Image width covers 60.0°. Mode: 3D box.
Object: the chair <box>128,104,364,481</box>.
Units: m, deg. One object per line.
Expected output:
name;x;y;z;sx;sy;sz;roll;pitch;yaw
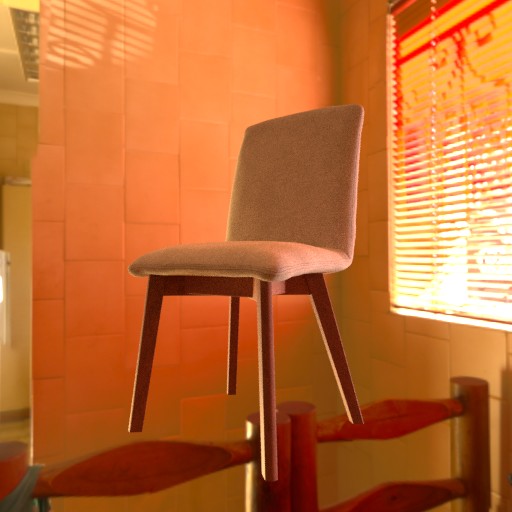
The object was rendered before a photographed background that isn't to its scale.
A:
chair;0.000;0.000;1.305;0.522;0.974;0.563;-1;-1;36
